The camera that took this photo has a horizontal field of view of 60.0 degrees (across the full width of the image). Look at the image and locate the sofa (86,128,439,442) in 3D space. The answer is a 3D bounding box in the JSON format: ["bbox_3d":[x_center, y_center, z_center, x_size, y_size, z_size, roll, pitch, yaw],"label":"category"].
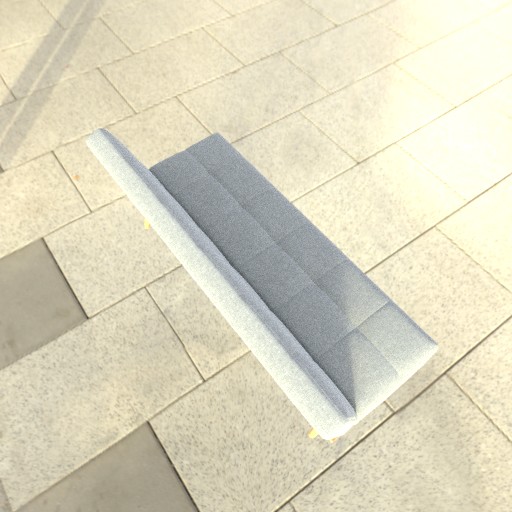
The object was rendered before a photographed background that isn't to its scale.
[{"bbox_3d":[0.000,0.000,2.282,0.800,0.800,1.820,-33,64,-19],"label":"sofa"}]
